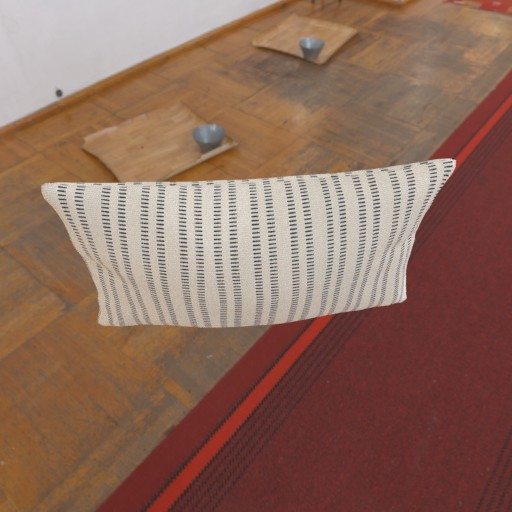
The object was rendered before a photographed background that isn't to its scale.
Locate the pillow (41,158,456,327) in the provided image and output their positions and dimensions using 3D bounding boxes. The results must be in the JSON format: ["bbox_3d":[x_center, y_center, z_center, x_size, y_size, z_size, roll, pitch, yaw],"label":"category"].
[{"bbox_3d":[0.000,0.000,0.788,0.640,0.353,0.210,-4,47,-4],"label":"pillow"}]
